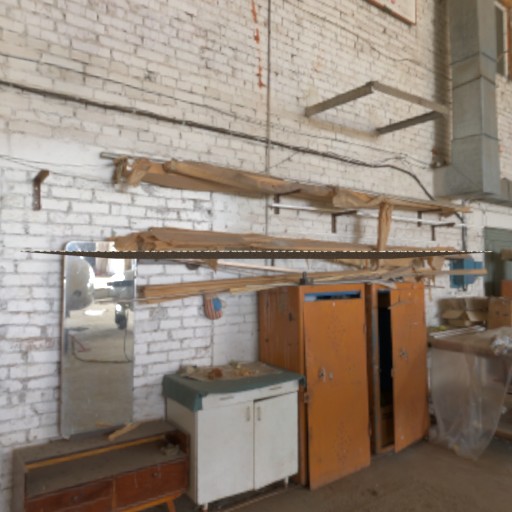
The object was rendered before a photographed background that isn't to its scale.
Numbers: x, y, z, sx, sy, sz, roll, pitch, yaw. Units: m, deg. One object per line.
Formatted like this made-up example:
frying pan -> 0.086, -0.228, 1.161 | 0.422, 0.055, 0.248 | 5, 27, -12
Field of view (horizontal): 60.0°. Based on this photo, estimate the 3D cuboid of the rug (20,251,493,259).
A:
rug -> 0.000, 0.000, 2.218 | 1.750, 0.004, 1.177 | 0, -2, -1
